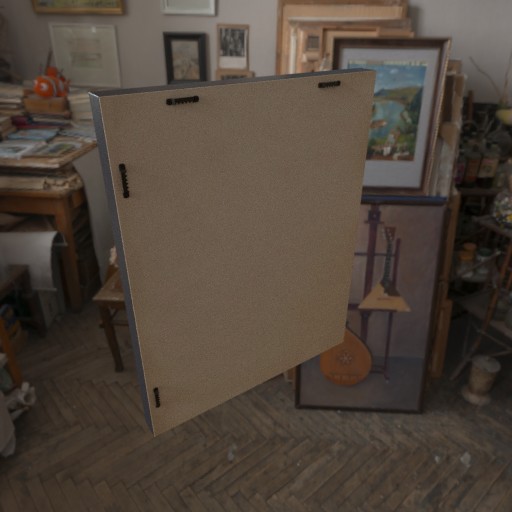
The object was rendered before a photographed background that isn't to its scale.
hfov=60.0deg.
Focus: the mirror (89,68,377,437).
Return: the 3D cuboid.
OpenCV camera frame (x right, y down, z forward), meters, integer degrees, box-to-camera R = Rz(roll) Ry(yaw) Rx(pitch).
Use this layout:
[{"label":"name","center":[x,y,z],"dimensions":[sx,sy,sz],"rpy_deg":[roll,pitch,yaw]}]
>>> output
[{"label":"mirror","center":[0.000,0.000,0.681],"dimensions":[0.405,0.508,0.041],"rpy_deg":[-18,34,-29]}]
